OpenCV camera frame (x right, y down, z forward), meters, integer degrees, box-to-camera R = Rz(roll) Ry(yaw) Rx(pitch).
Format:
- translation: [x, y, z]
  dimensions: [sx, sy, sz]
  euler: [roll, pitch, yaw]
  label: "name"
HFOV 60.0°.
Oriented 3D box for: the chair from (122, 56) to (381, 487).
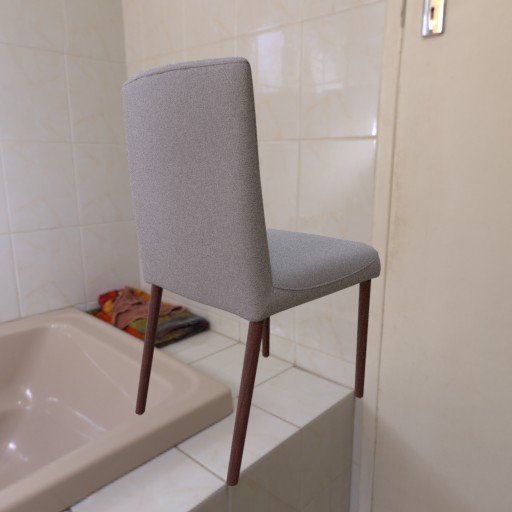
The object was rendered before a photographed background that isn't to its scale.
- translation: [0.000, 0.000, 1.161]
  dimensions: [0.570, 0.859, 0.456]
  euler: [-13, 18, -44]
  label: "chair"
